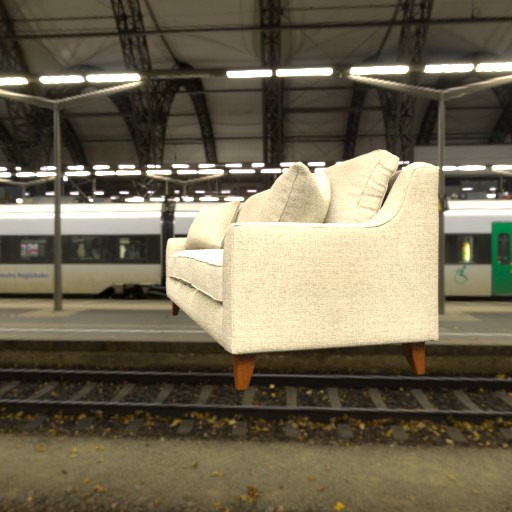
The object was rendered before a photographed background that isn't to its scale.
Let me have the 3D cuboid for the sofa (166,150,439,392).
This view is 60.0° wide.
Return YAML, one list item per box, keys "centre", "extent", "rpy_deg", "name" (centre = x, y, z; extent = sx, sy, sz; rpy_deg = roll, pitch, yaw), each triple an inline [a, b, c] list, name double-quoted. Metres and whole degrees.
- centre: [0.000, 0.000, 2.534]
  extent: [0.865, 0.914, 2.031]
  rpy_deg: [0, 1, -17]
  name: "sofa"
